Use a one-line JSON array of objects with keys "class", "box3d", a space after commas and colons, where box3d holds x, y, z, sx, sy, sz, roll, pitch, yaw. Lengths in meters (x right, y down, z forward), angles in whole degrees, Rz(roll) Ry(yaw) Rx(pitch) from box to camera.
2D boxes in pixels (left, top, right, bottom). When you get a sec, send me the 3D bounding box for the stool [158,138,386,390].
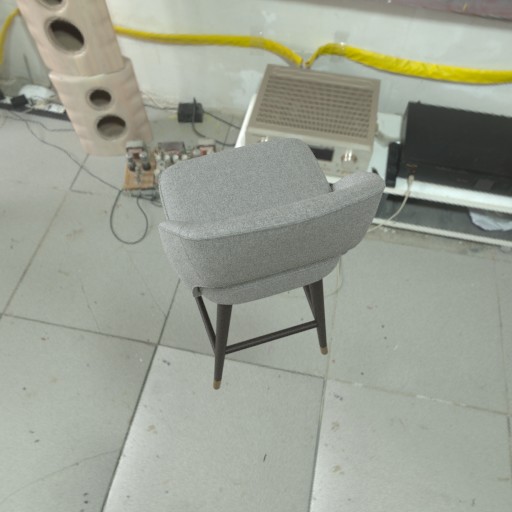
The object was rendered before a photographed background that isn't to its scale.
[{"class": "stool", "box3d": [0.000, 0.000, 1.309, 0.494, 1.037, 0.509, -15, 60, -9]}]
